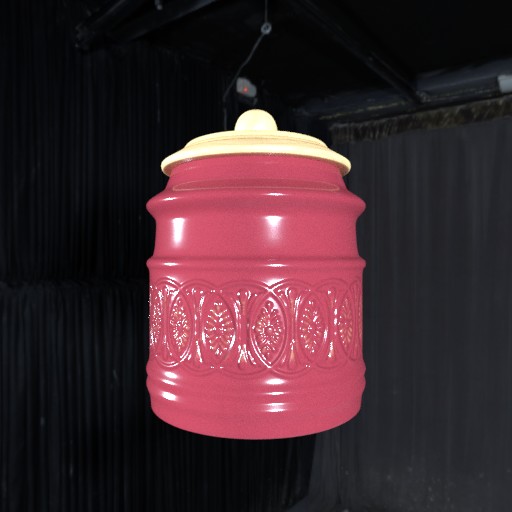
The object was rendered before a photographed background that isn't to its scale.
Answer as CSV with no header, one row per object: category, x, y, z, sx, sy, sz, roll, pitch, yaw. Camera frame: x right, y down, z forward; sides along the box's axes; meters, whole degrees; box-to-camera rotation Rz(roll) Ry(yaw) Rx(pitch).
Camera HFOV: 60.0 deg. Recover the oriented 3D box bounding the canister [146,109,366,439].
canister,0.000,0.000,0.270,0.130,0.176,0.130,0,0,0
